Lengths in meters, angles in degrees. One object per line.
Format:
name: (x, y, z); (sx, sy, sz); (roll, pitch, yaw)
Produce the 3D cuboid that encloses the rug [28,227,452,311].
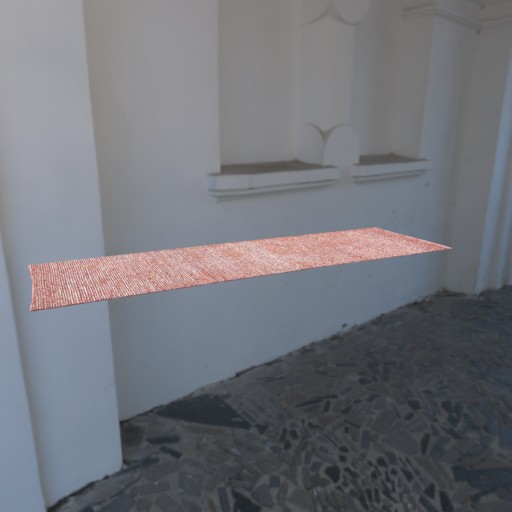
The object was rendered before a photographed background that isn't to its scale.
rug: (0.000, 0.000, 2.548); (2.353, 0.013, 0.718); (-7, 17, -25)
